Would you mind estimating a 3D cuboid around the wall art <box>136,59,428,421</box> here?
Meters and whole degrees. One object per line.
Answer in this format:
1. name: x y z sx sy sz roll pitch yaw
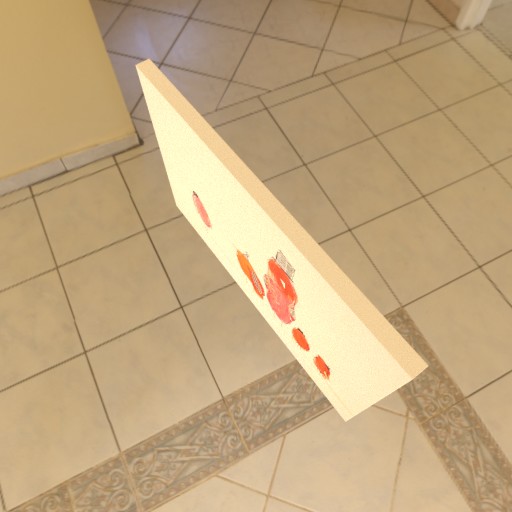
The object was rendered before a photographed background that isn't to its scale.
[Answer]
1. wall art: 0.000 0.000 1.168 0.038 0.609 0.914 -33 68 -15
